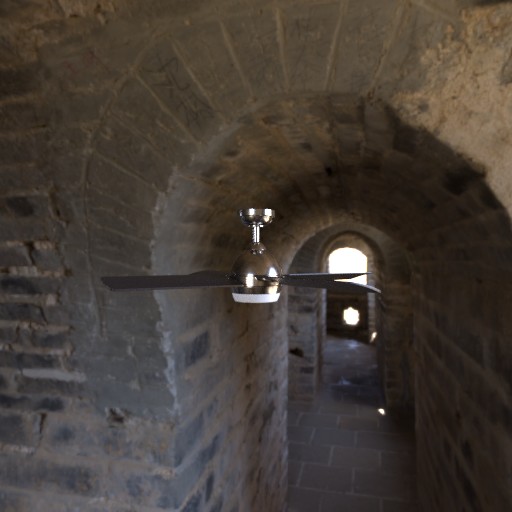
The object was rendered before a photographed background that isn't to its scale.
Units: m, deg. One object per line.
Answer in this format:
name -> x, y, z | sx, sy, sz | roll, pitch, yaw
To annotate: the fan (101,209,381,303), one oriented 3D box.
fan -> 0.000, 0.000, 1.984 | 1.332, 0.403, 1.332 | 0, 0, -32
